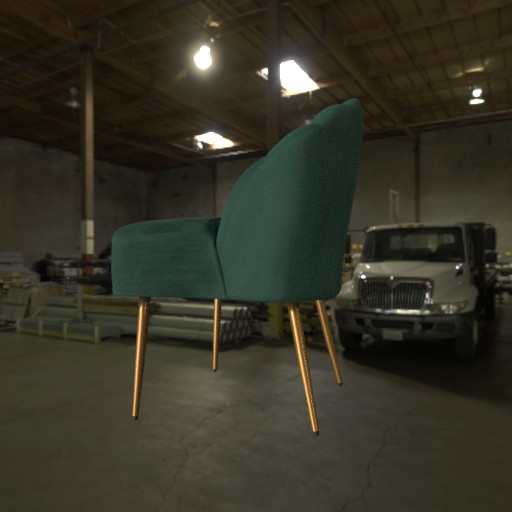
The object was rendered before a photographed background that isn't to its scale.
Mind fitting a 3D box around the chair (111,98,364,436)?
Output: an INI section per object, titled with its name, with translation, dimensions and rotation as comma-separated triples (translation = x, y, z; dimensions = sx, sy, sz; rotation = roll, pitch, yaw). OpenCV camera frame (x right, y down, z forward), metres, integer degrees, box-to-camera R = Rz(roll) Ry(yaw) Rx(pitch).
[chair]
translation = 0.000, 0.000, 1.272
dimensions = 0.599, 0.819, 0.657
rotation = 0, 0, 18
